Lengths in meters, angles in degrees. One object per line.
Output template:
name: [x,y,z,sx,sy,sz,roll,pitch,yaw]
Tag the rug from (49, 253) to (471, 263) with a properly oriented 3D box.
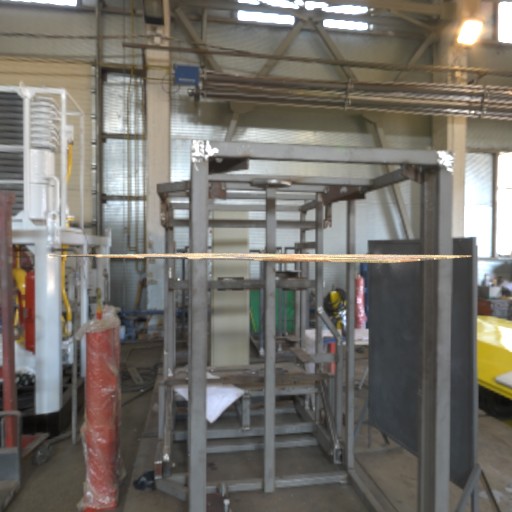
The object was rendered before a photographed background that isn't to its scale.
rug: [0.000,0.000,2.303,1.828,0.006,1.216,1,1,36]
